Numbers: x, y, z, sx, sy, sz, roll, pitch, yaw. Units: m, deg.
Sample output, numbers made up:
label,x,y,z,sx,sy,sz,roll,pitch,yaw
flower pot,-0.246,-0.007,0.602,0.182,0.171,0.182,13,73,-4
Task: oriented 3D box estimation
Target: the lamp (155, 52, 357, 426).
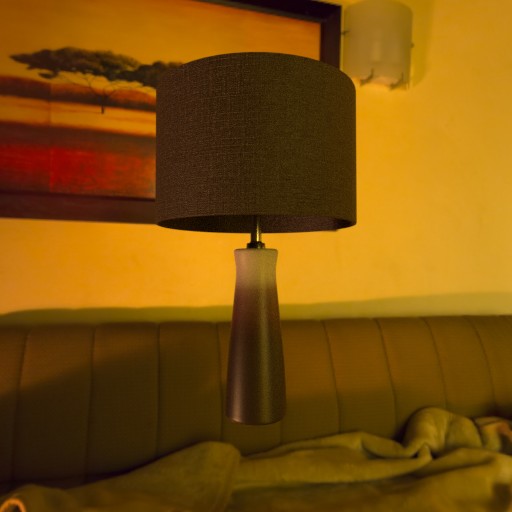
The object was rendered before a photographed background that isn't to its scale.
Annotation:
label,x,y,z,sx,sy,sz,roll,pitch,yaw
lamp,0.000,0.000,0.682,0.303,0.488,0.303,0,-2,0
